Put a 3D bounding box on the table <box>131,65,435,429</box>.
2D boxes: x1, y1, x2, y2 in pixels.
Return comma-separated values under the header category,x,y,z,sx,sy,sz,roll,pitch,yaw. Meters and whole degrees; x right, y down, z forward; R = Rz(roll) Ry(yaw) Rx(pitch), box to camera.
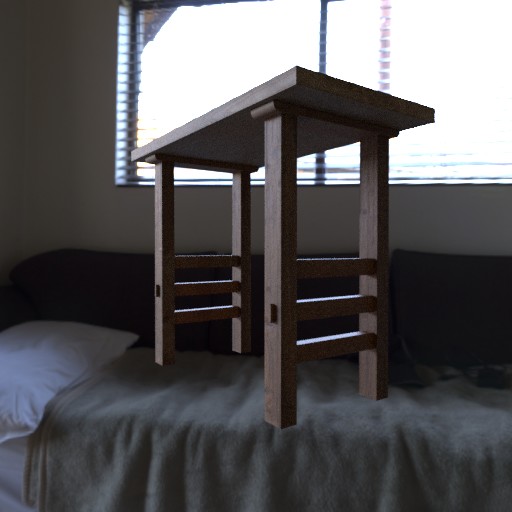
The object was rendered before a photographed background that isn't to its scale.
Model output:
category,x,y,z,sx,sy,sz,roll,pitch,yaw
table,0.000,0.000,1.660,0.556,0.914,1.119,-1,1,-35
